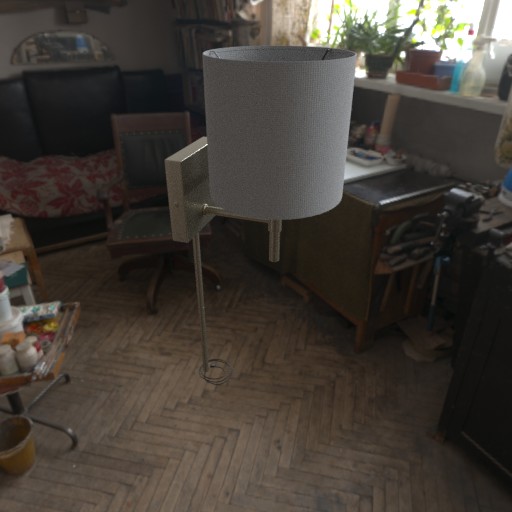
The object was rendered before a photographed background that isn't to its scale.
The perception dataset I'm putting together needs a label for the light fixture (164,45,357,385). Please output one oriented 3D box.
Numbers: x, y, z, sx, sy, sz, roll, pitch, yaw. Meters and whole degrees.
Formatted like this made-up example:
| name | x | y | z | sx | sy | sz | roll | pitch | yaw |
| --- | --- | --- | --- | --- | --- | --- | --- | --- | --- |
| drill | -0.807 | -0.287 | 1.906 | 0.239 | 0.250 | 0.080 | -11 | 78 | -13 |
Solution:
| name | x | y | z | sx | sy | sz | roll | pitch | yaw |
| --- | --- | --- | --- | --- | --- | --- | --- | --- | --- |
| light fixture | 0.000 | 0.000 | 0.701 | 0.248 | 0.589 | 0.188 | 10 | 31 | 16 |
